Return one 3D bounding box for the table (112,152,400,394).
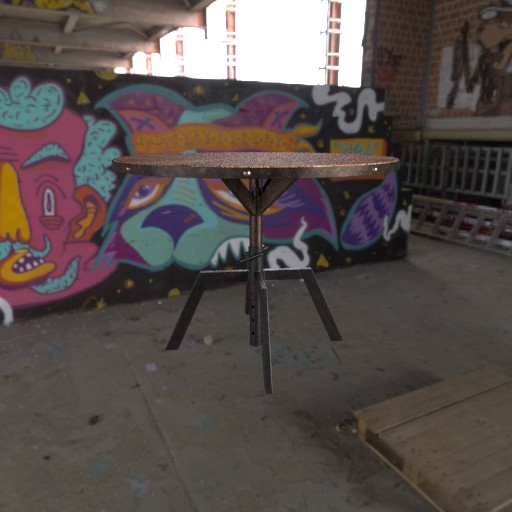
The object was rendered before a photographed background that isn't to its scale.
[{"bbox_3d":[0.000,0.000,1.509,0.885,0.658,0.885,0,15,0],"label":"table"}]
